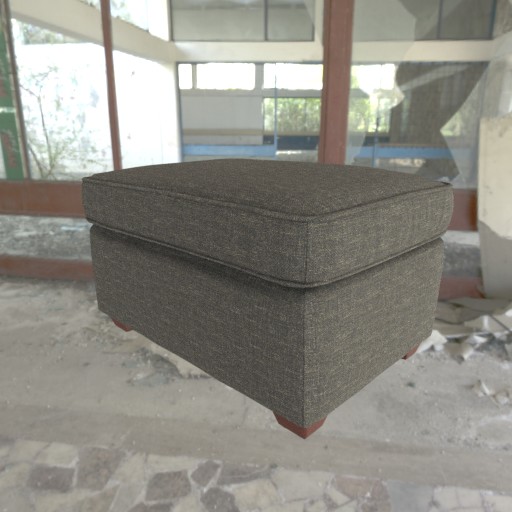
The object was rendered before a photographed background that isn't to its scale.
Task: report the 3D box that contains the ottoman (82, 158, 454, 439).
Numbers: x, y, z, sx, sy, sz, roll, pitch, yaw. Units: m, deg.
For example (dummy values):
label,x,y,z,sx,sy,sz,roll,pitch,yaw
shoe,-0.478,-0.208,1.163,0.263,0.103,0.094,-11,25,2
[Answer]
label,x,y,z,sx,sy,sz,roll,pitch,yaw
ottoman,0.000,0.000,1.084,0.749,0.450,0.549,16,23,42
